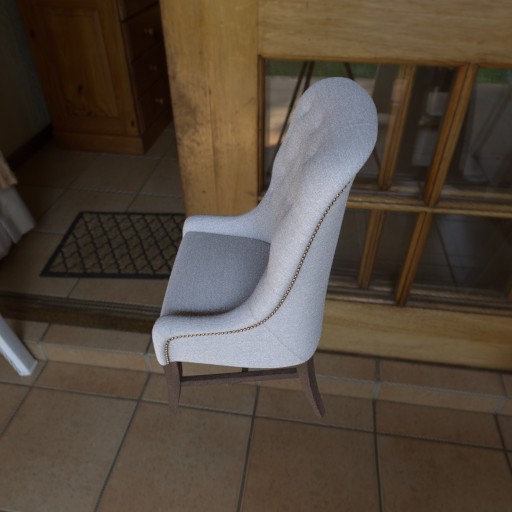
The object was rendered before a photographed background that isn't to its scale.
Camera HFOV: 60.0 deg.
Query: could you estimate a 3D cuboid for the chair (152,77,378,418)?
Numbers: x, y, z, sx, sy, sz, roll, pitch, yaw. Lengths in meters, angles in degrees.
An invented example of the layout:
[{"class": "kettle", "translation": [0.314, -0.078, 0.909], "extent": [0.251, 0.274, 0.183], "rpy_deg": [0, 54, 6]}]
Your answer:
[{"class": "chair", "translation": [0.000, 0.000, 1.508], "extent": [0.629, 1.091, 0.634], "rpy_deg": [2, 39, 2]}]
